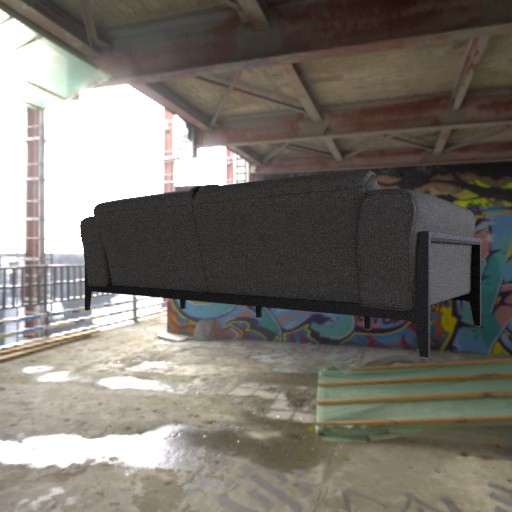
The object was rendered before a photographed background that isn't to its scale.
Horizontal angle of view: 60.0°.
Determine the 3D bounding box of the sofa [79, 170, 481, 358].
[{"bbox_3d":[0.000,0.000,2.490,2.125,0.703,0.985,0,0,38],"label":"sofa"}]
